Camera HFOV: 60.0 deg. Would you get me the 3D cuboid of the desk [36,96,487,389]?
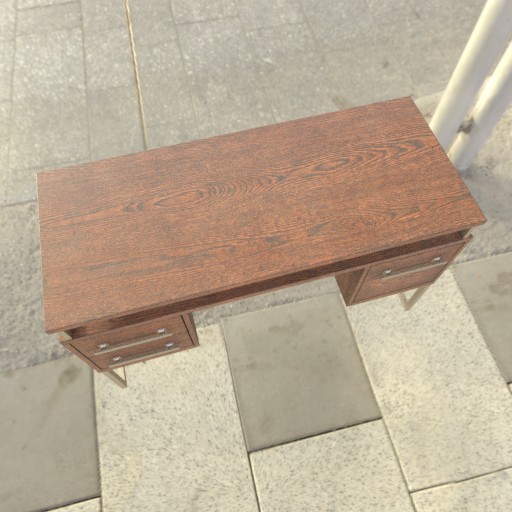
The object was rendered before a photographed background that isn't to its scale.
[{"bbox_3d":[0.000,0.000,1.806,1.384,0.792,0.610,-14,63,-7],"label":"desk"}]
